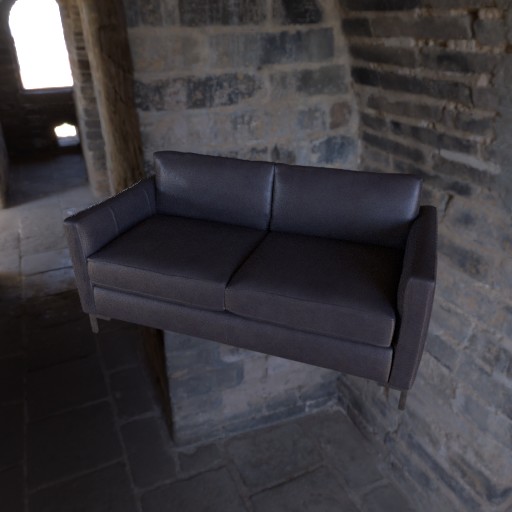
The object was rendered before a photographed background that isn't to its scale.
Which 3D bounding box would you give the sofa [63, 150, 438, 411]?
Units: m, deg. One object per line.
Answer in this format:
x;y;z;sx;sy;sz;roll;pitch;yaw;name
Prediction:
0.000;0.000;2.390;1.805;0.883;0.947;8;28;16;sofa
